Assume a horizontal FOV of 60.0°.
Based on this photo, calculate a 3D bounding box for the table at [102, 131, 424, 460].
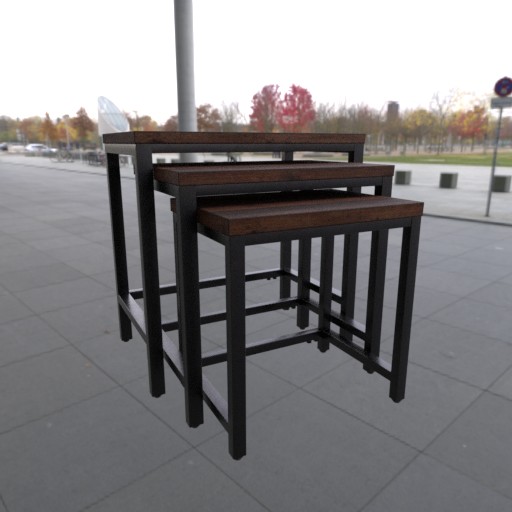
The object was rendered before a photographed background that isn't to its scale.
[{"bbox_3d":[0.000,0.000,1.149,0.608,0.616,0.660,-7,16,-27],"label":"table"}]
